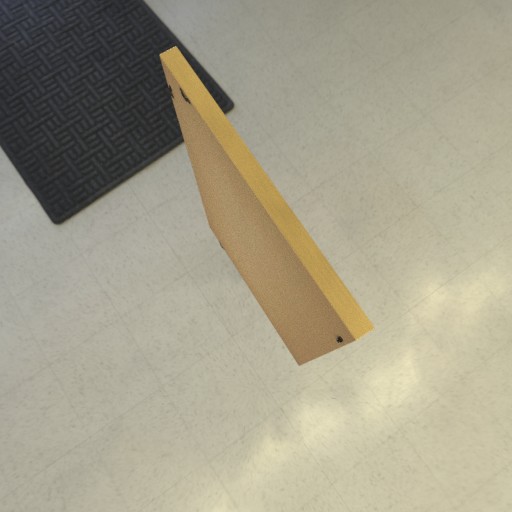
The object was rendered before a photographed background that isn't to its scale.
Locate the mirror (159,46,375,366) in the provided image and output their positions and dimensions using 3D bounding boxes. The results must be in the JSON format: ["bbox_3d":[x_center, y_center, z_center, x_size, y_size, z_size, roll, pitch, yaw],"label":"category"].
[{"bbox_3d":[0.000,0.000,1.177,0.040,0.915,0.609,-31,76,-9],"label":"mirror"}]
